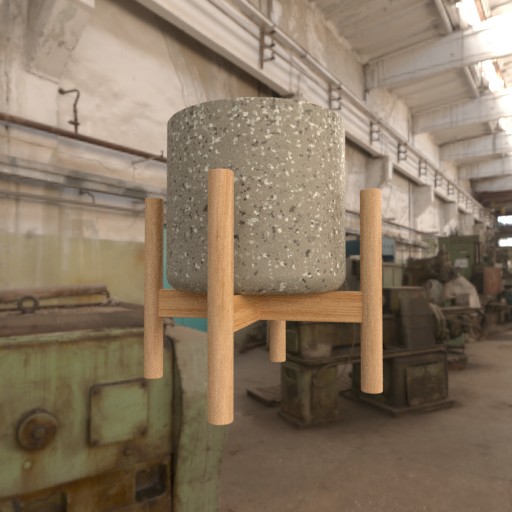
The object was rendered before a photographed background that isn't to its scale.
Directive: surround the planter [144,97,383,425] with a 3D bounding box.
[{"bbox_3d":[0.000,0.000,0.561,0.284,0.320,0.284,-1,-2,36],"label":"planter"}]
